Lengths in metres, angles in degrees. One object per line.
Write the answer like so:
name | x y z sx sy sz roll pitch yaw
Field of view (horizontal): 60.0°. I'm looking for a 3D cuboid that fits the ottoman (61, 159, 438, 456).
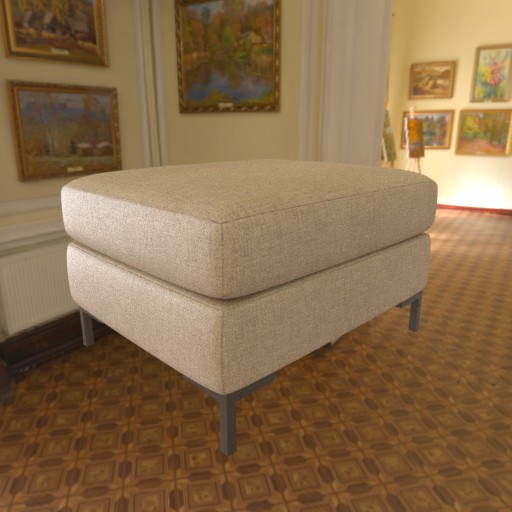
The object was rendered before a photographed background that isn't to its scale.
ottoman | 0.000 0.000 1.228 0.820 0.490 0.671 -16 23 -42
